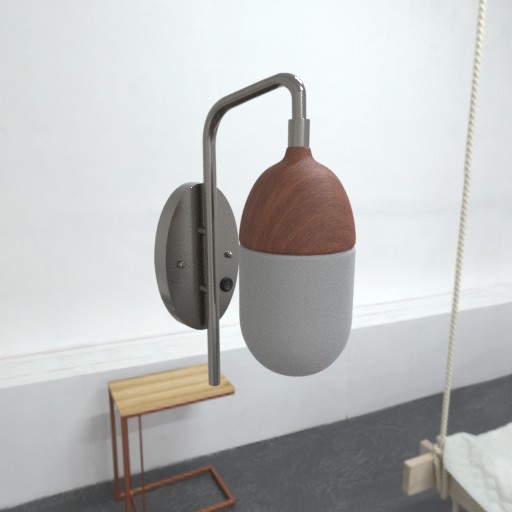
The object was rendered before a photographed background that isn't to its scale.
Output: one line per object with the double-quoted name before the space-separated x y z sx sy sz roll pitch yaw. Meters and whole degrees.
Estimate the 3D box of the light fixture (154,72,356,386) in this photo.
"light fixture" 0.000 0.000 0.453 0.108 0.343 0.216 -12 18 -43
